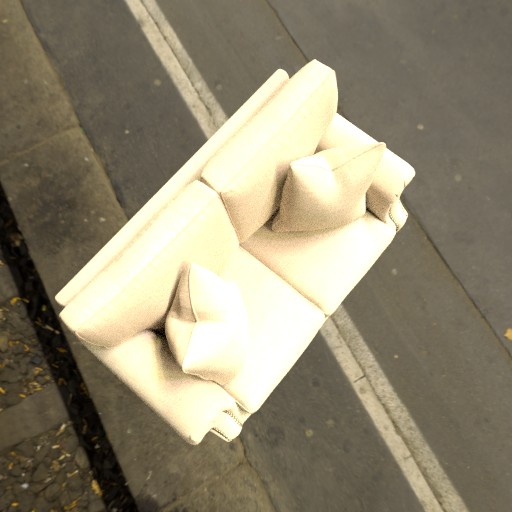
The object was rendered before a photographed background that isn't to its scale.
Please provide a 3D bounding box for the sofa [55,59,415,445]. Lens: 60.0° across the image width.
[{"bbox_3d":[0.000,0.000,2.230,0.966,0.966,1.701,39,77,11],"label":"sofa"}]
